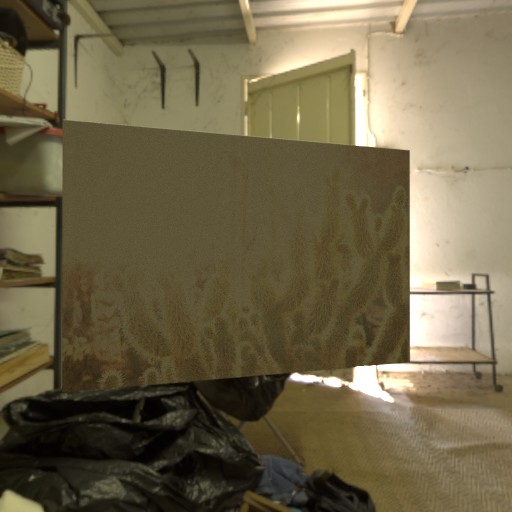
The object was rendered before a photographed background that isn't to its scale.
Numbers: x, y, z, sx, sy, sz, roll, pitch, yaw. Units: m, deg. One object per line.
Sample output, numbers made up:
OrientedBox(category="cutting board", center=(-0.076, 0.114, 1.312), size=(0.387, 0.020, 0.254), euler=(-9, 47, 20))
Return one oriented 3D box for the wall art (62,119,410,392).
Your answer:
OrientedBox(category="wall art", center=(0.000, 0.000, 1.423), size=(1.142, 0.758, 0.041), euler=(0, 0, -18))
